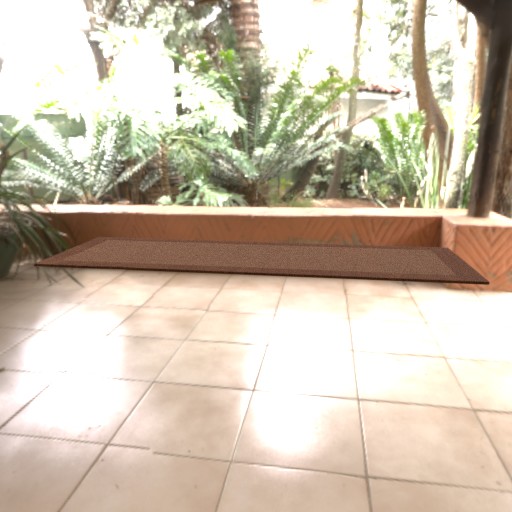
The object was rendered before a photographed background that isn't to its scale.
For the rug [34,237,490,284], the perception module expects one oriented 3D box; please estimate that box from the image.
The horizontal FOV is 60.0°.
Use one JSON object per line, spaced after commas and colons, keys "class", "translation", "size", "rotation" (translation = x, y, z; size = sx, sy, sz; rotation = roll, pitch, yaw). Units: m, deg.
{"class": "rug", "translation": [0.000, 0.000, 2.709], "size": [2.439, 0.017, 0.764], "rotation": [2, 14, 8]}
